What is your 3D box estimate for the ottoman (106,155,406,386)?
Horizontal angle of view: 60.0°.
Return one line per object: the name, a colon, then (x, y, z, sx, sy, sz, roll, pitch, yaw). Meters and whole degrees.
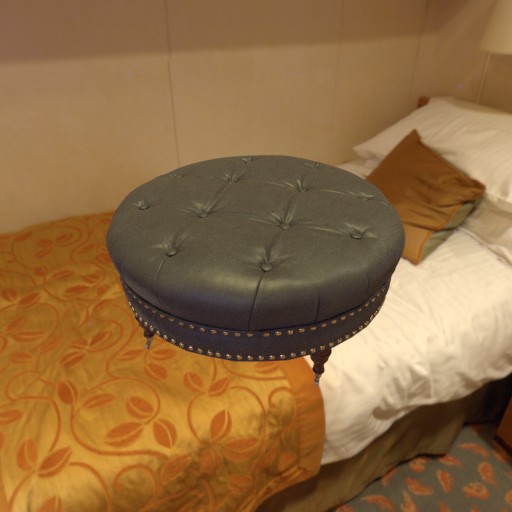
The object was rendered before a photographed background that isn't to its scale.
ottoman: (0.000, 0.000, 1.444, 0.901, 0.439, 0.901, 0, 33, 0)
